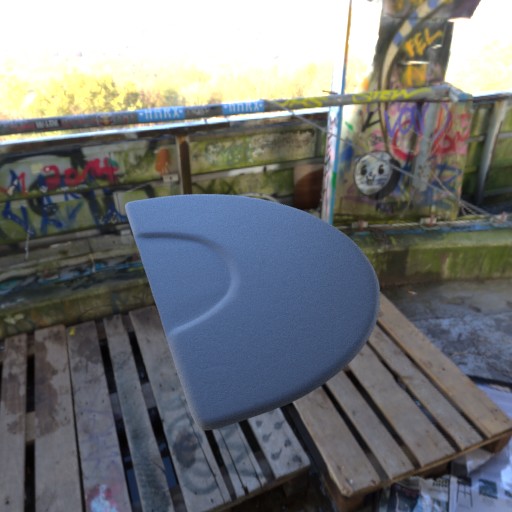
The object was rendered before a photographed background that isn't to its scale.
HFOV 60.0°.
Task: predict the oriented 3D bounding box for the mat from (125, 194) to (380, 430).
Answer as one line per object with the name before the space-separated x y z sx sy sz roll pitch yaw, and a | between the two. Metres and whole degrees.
mat | 0.000 0.000 1.886 0.917 0.016 1.525 -11 33 -18
